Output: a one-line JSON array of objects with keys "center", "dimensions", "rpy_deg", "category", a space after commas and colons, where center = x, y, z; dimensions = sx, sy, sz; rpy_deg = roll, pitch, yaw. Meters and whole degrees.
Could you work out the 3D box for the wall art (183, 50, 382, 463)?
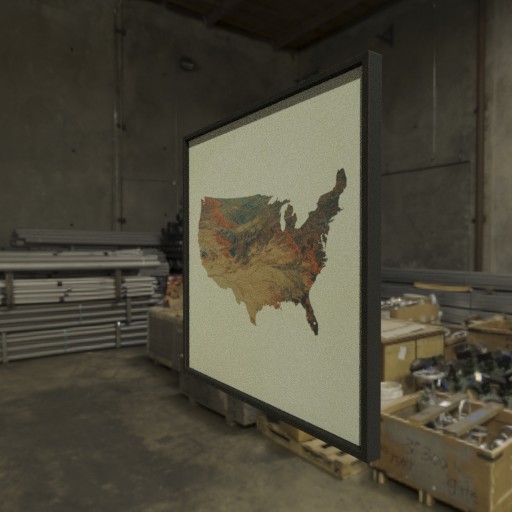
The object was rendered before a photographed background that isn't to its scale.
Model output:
[{"center": [0.000, 0.000, 1.136], "dimensions": [0.038, 0.762, 0.762], "rpy_deg": [0, 1, -36], "category": "wall art"}]
